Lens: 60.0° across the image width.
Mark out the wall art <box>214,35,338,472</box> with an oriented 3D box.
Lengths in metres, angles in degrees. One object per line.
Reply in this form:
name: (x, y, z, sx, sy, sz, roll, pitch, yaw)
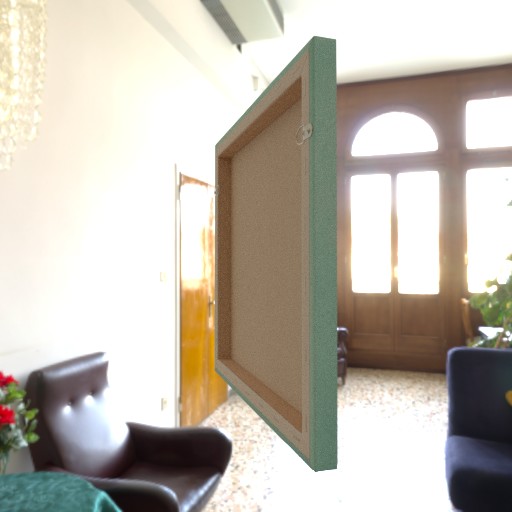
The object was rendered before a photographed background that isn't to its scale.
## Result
wall art: (0.000, 0.000, 1.141, 0.054, 0.766, 0.765, 0, -1, -19)
